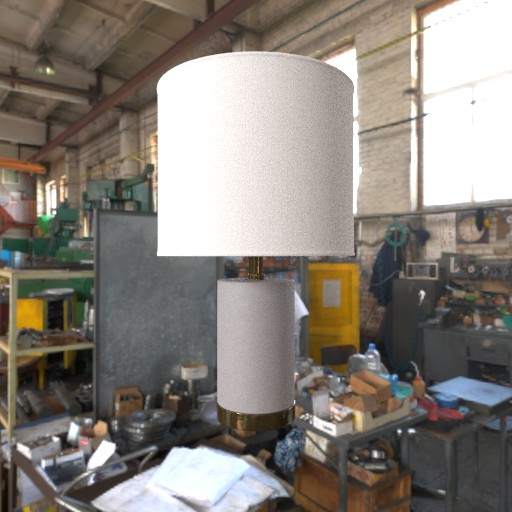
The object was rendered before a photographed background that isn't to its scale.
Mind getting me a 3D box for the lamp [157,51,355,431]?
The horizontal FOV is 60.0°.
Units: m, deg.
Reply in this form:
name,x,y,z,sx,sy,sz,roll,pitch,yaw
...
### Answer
name,x,y,z,sx,sy,sz,roll,pitch,yaw
lamp,0.000,0.000,0.526,0.229,0.380,0.229,0,0,0
